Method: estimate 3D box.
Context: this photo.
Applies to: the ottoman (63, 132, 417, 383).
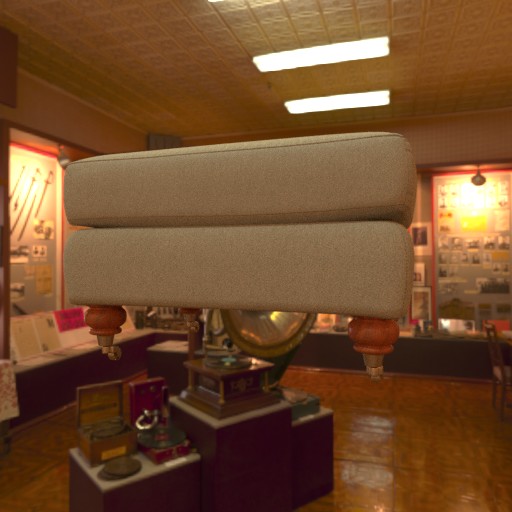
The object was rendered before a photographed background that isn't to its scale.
[{"bbox_3d":[0.000,0.000,1.136,0.773,0.499,0.569,0,0,19],"label":"ottoman"}]
